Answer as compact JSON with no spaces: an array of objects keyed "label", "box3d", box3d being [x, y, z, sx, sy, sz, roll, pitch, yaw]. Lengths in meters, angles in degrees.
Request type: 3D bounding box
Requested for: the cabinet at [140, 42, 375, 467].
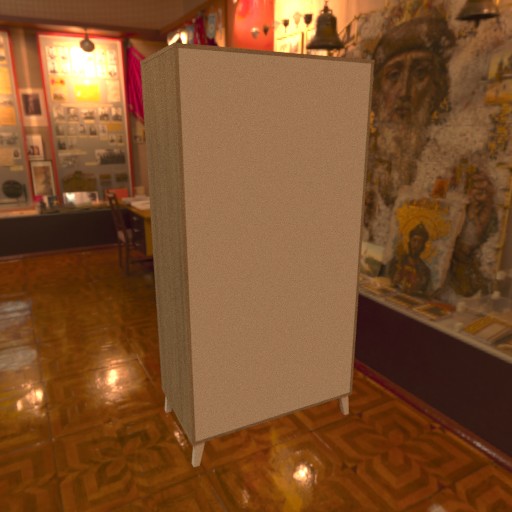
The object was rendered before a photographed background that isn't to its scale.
[{"label":"cabinet","box3d":[0.000,0.000,2.458,1.006,1.999,0.571,-8,18,-26]}]
